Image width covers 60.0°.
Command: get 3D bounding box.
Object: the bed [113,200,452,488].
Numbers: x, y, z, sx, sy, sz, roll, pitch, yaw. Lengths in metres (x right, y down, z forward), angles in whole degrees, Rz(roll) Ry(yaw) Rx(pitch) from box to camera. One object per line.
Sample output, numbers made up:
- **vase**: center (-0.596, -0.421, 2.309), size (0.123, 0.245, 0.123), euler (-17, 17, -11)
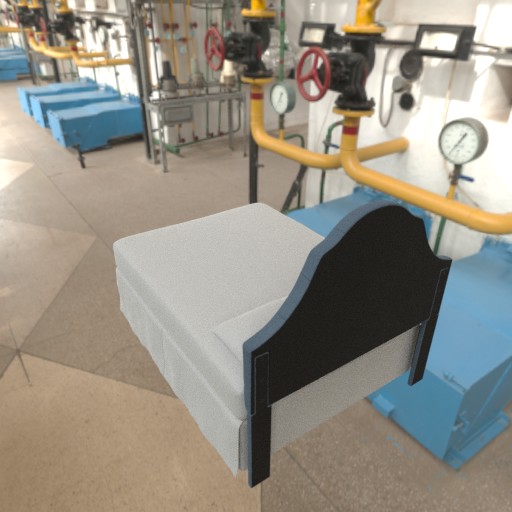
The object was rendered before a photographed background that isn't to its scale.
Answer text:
- **bed**: center (0.000, 0.000, 3.298), size (1.636, 1.575, 2.155), euler (-19, 35, -29)
